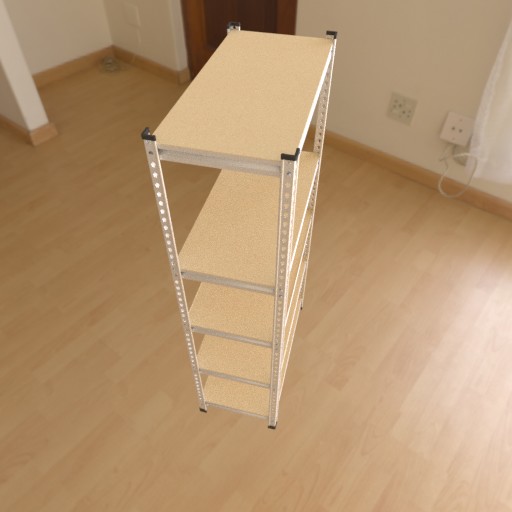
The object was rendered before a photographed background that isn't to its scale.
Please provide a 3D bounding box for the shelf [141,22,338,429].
[{"bbox_3d":[0.000,0.000,2.195,0.457,1.829,0.914,10,48,10],"label":"shelf"}]
